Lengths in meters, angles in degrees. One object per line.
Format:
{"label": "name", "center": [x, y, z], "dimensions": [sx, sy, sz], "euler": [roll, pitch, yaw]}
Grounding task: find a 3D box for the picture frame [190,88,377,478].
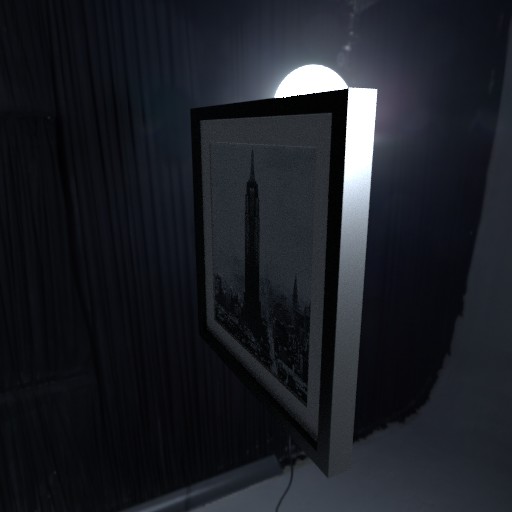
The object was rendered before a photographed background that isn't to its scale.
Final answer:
{"label": "picture frame", "center": [0.000, 0.000, 0.537], "dimensions": [0.029, 0.353, 0.355], "euler": [-8, 18, -26]}
